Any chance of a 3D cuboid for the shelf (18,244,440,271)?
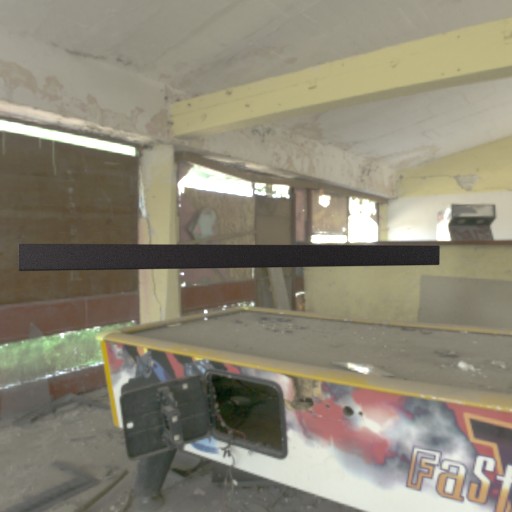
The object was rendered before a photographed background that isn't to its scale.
[{"bbox_3d":[0.000,0.000,0.981,0.924,0.049,0.092,0,1,-19],"label":"shelf"}]
